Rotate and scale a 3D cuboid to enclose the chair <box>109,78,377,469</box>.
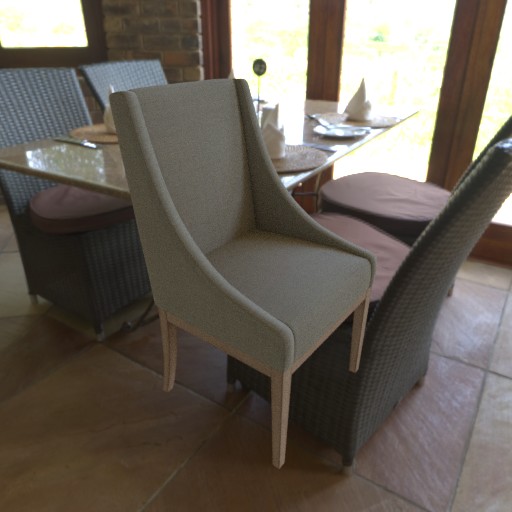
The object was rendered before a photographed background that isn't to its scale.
[{"bbox_3d":[0.000,0.000,1.435,0.611,1.021,0.575,18,32,32],"label":"chair"}]
